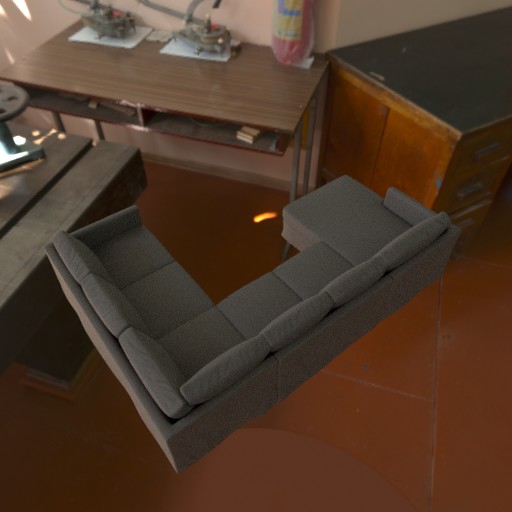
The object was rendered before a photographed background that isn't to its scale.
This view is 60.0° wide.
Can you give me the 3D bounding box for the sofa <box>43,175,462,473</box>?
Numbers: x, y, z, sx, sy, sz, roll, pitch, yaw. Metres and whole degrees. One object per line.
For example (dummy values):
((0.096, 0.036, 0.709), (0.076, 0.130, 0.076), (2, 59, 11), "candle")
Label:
((0.000, 0.000, 4.623), (3.528, 0.878, 2.476), (-30, 54, -25), "sofa")
